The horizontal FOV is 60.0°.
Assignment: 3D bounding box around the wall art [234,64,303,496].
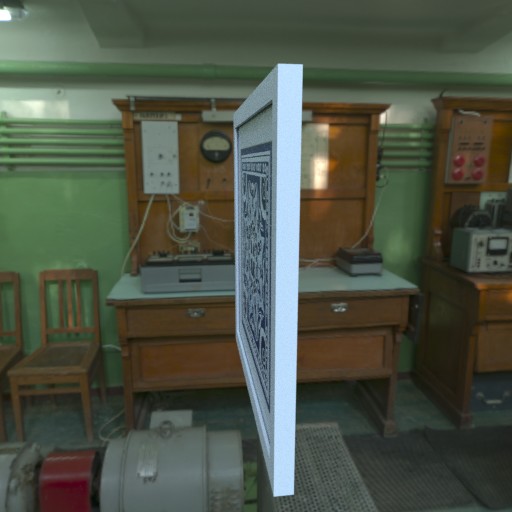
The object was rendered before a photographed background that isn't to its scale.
[{"bbox_3d":[0.000,0.000,0.825,0.028,0.559,0.559,-2,12,-8],"label":"wall art"}]
